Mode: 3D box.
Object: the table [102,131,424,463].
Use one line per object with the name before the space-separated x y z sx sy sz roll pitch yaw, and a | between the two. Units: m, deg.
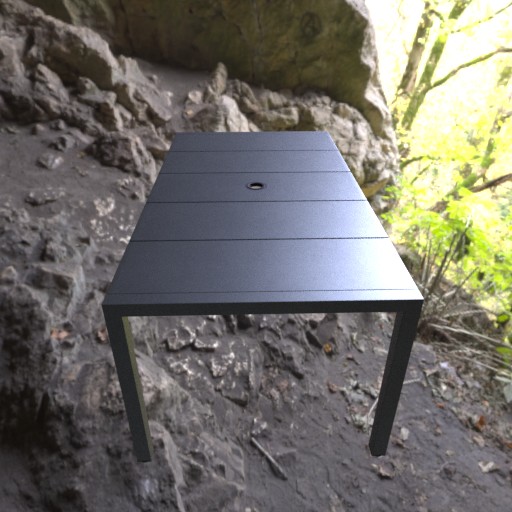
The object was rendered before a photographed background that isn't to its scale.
table | 0.000 0.000 2.155 0.914 0.735 1.680 -1 32 -1
